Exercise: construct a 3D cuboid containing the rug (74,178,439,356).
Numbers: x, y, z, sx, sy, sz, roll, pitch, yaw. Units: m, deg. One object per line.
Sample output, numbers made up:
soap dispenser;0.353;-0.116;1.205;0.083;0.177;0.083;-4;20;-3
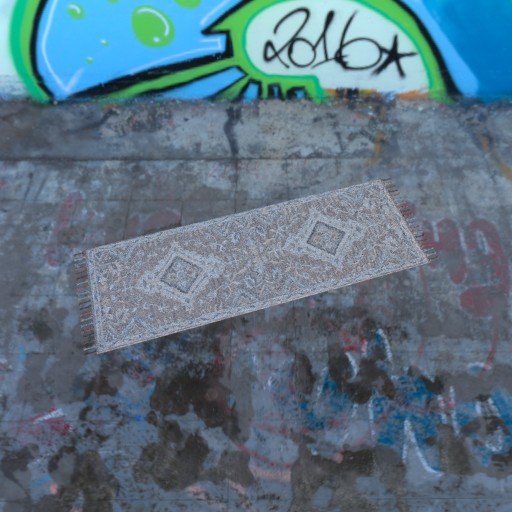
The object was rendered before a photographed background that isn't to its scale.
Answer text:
rug;0.000;0.000;2.885;2.378;0.018;1.324;-1;59;0
